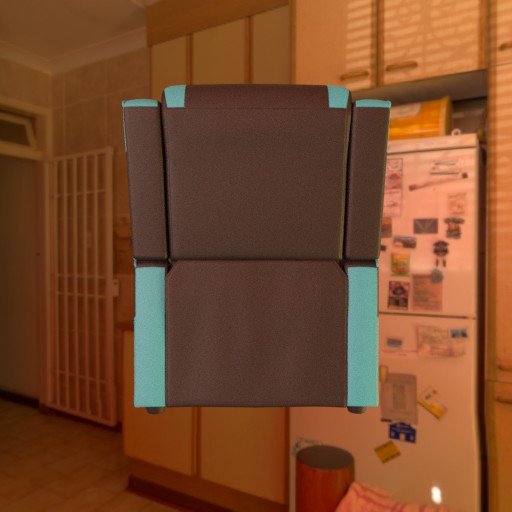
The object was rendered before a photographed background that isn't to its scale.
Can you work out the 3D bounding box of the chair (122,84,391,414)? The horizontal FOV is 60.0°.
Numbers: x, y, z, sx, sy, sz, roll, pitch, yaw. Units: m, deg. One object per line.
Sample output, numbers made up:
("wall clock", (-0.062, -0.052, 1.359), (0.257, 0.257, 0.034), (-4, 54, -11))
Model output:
("chair", (0.000, 0.000, 1.333), (0.620, 0.805, 0.672), (0, 1, 0))
